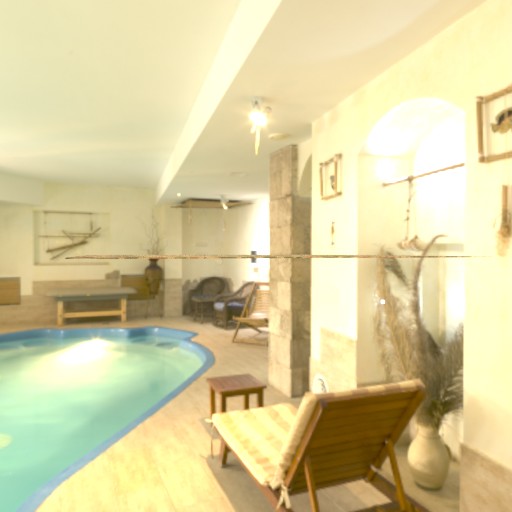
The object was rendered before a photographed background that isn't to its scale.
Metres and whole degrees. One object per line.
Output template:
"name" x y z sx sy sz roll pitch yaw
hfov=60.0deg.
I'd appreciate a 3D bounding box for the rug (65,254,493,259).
"rug" 0.000 0.000 4.075 3.048 0.010 2.438 0 1 -18
